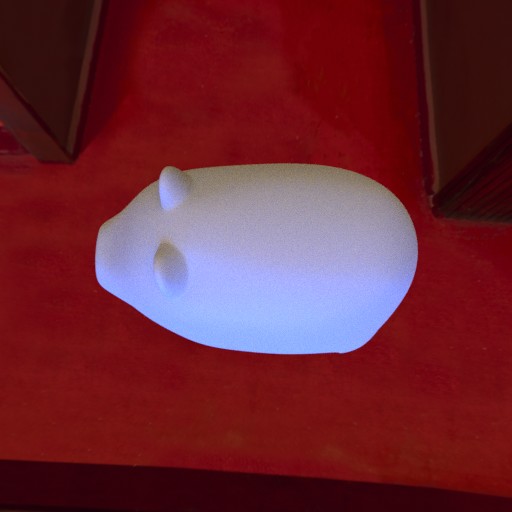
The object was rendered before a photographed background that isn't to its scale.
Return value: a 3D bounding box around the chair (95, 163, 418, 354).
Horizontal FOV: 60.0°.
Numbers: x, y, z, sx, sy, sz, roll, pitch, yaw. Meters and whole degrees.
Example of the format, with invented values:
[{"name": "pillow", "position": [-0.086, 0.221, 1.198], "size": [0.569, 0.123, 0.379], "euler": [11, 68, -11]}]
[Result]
[{"name": "chair", "position": [0.000, 0.000, 0.862], "size": [0.619, 0.423, 0.364], "euler": [1, 76, 0]}]
